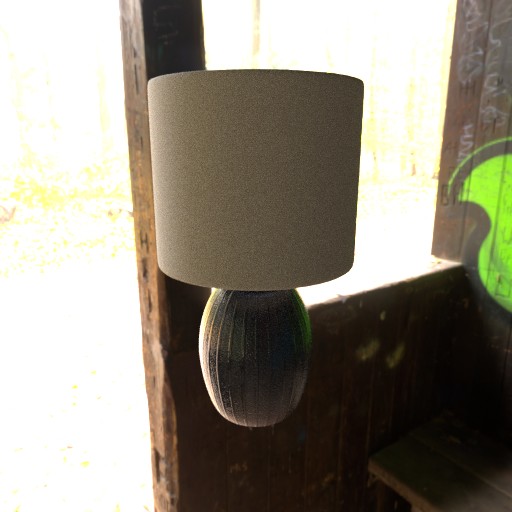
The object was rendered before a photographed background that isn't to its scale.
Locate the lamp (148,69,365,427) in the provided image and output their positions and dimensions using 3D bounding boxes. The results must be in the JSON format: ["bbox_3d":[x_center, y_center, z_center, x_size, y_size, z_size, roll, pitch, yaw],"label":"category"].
[{"bbox_3d":[0.000,0.000,0.757,0.329,0.570,0.329,7,17,26],"label":"lamp"}]
